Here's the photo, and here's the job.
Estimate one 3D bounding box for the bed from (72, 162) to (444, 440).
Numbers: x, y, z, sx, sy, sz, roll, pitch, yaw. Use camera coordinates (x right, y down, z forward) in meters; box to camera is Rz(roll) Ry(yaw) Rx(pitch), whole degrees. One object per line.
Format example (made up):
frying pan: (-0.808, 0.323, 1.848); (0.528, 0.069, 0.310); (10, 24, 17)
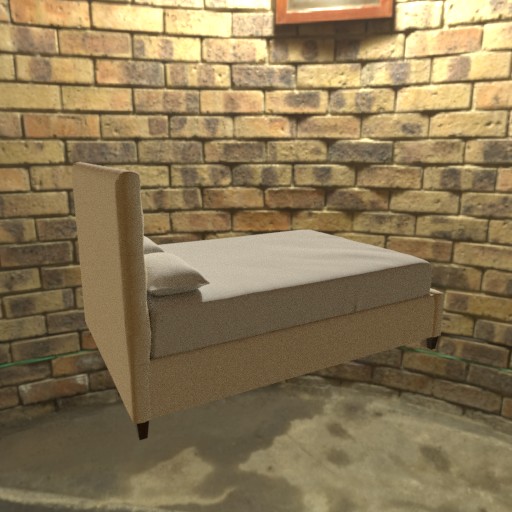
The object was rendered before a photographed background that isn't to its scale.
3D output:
bed: (0.000, 0.000, 3.460); (2.387, 1.427, 1.698); (-7, 15, -28)
